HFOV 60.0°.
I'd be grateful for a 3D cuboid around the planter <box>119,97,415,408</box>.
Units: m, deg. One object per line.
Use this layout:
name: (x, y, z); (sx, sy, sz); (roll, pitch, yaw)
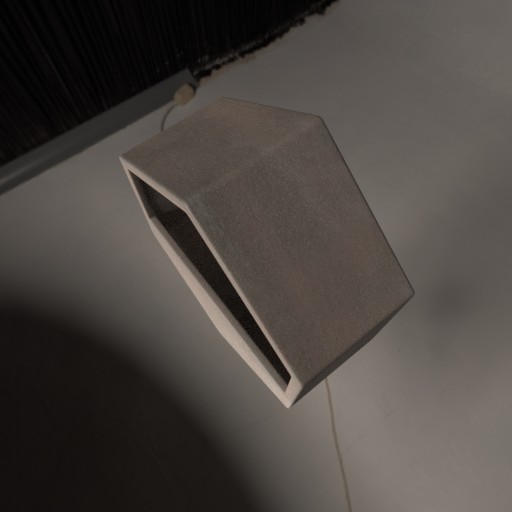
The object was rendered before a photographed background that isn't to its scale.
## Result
planter: (0.000, 0.000, 0.289); (0.077, 0.206, 0.169); (-35, 70, -15)
